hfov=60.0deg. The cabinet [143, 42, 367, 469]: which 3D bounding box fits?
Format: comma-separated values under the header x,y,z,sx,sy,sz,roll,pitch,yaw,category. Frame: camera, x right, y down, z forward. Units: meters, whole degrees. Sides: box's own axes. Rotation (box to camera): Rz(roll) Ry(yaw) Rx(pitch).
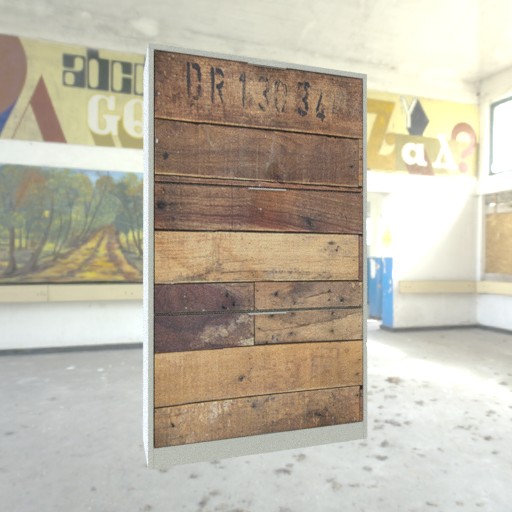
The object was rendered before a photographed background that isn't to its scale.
x,y,z,sx,sy,sz,roll,pitch,yaw,category
0.000,0.000,1.548,0.750,1.280,0.250,0,0,-18,cabinet
